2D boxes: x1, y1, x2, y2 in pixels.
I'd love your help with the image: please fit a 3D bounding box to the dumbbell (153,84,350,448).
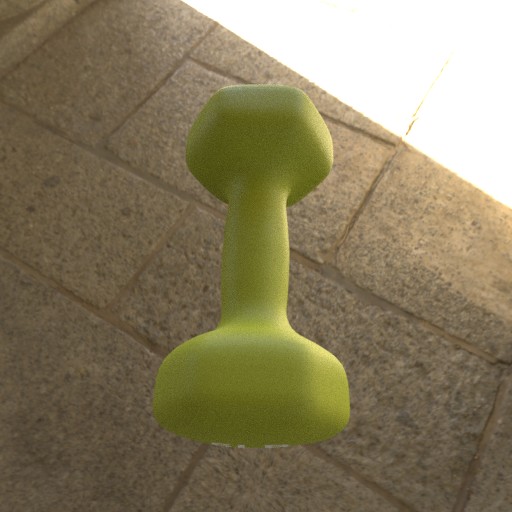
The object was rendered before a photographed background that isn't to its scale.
[{"bbox_3d":[0.000,0.000,0.207,0.080,0.072,0.164,2,63,1],"label":"dumbbell"}]
